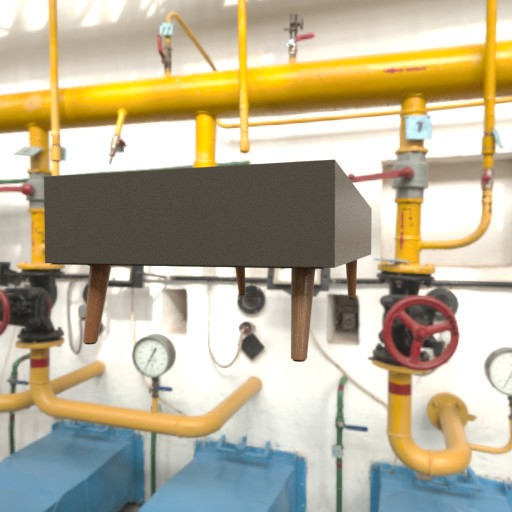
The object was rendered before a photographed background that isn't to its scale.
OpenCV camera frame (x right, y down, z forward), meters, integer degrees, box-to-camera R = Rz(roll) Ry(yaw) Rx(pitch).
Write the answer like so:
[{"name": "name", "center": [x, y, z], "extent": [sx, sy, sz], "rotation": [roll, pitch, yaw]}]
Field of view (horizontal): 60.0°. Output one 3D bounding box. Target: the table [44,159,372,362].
[{"name": "table", "center": [0.000, 0.000, 1.528], "extent": [0.703, 0.404, 1.201], "rotation": [0, 2, 18]}]
